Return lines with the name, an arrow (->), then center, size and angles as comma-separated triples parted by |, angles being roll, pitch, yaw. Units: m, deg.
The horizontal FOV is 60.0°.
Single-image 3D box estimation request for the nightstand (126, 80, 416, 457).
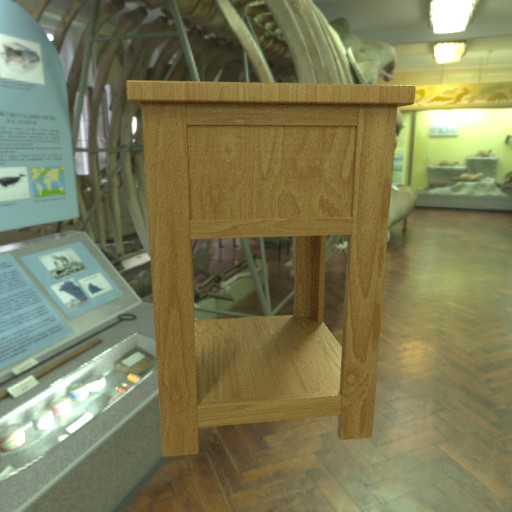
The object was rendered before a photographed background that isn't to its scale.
nightstand -> 0.000, 0.000, 0.908 | 0.418, 0.614, 0.428 | -2, 14, -8
